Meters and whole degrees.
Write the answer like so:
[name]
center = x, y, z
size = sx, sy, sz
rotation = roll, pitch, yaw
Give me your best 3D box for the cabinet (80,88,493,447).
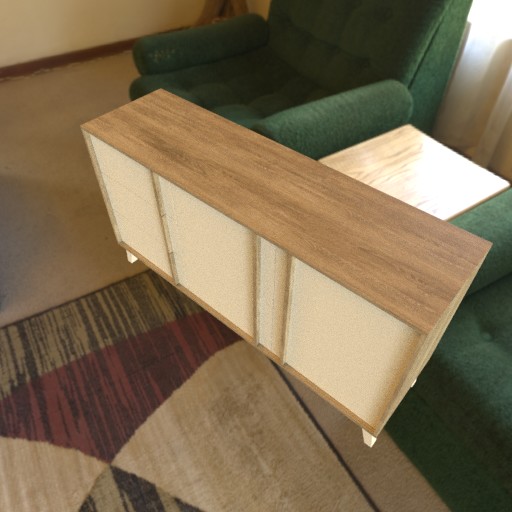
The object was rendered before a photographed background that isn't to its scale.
[cabinet]
center = 0.000, 0.000, 1.965
size = 1.600, 0.870, 0.450
rotation = 32, 55, 27
